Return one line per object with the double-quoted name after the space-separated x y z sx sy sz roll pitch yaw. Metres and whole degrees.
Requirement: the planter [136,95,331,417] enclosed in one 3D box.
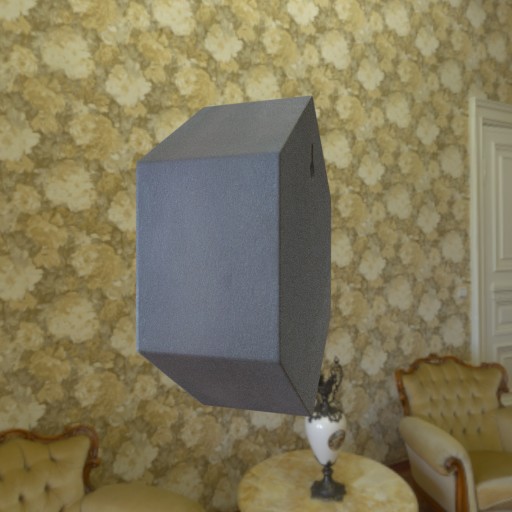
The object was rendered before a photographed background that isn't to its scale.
0.000 0.000 0.297 0.077 0.206 0.169 0 0 18 "planter"
